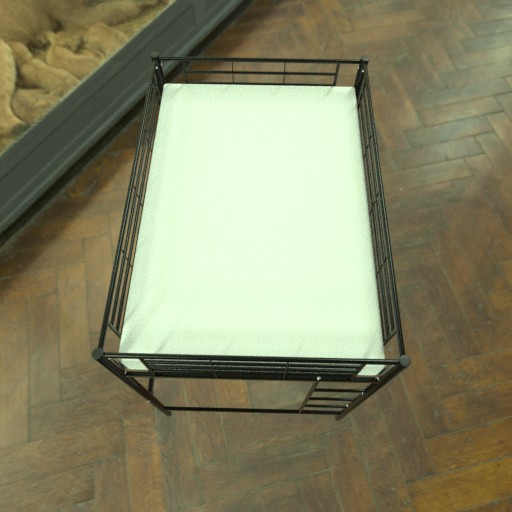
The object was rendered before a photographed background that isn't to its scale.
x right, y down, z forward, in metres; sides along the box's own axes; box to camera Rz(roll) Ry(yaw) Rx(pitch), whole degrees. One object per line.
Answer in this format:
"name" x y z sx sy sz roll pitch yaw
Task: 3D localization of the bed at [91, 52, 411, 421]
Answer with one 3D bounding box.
"bed" 0.000 0.000 3.182 1.397 1.803 1.994 1 63 1
